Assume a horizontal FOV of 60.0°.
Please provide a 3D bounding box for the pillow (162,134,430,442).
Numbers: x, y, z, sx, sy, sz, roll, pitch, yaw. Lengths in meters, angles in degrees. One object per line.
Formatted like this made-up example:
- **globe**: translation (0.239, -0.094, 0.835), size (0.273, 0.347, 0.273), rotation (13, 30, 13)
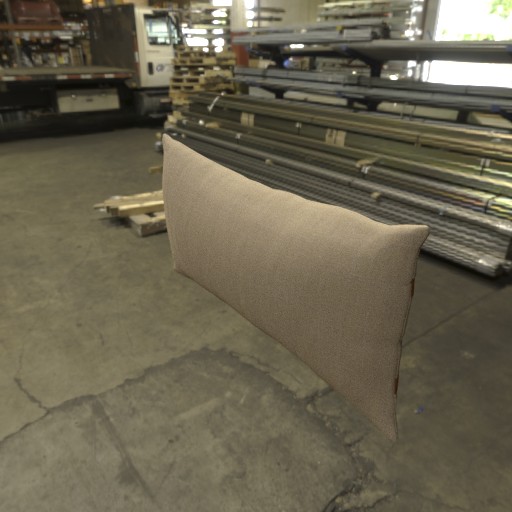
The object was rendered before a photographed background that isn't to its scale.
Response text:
- **pillow**: translation (0.000, 0.000, 0.733), size (0.148, 0.308, 0.612), rotation (-18, 31, -33)
